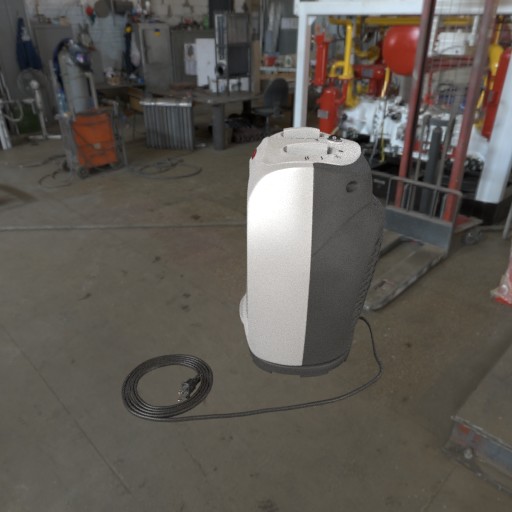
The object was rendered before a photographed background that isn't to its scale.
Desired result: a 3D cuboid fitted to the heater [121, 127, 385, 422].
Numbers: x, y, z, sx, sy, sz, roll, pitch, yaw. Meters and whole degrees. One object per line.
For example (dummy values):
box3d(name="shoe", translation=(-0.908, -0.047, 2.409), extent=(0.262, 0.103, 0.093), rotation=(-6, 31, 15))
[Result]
box3d(name="heater", translation=(0.000, 0.000, 0.488), extent=(0.291, 0.255, 0.239), rotation=(0, 28, 0))
